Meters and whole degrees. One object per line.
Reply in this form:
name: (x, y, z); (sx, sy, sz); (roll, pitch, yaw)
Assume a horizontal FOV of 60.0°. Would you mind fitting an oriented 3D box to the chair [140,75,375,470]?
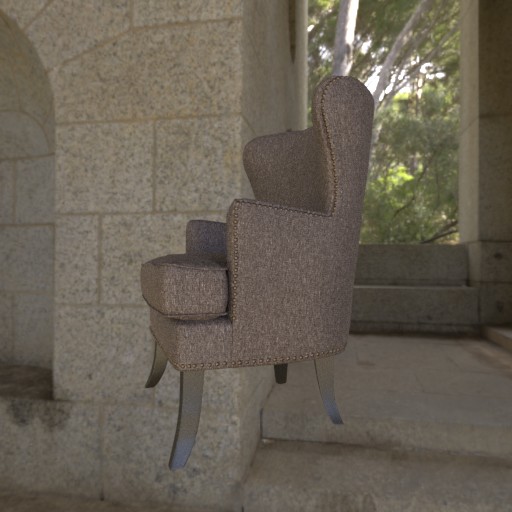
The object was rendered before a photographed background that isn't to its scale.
chair: (0.000, 0.000, 1.562); (0.758, 1.060, 0.759); (0, -1, -19)
